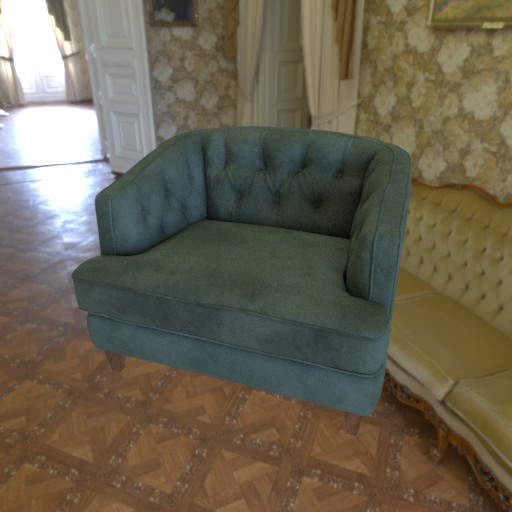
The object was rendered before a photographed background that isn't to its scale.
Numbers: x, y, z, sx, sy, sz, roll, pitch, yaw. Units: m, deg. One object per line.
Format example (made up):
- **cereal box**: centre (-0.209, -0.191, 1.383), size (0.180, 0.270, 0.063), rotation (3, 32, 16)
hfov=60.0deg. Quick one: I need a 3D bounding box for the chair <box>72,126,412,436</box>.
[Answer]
- **chair**: centre (0.000, 0.000, 1.773), size (1.104, 0.852, 0.941), rotation (9, 28, 18)
